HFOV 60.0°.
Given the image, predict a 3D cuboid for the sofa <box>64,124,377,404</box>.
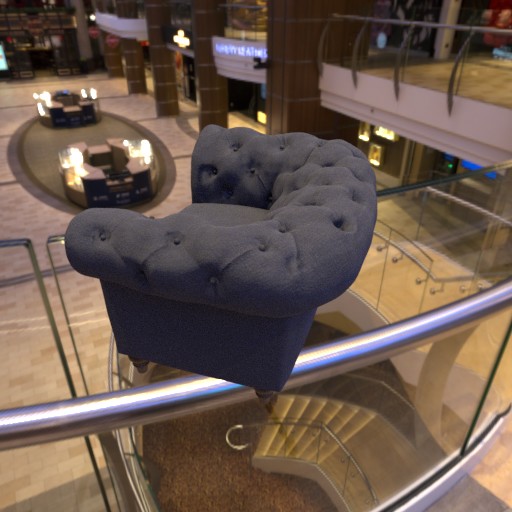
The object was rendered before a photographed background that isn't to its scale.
[{"bbox_3d":[0.000,0.000,2.080,1.032,0.878,1.405,9,32,15],"label":"sofa"}]
